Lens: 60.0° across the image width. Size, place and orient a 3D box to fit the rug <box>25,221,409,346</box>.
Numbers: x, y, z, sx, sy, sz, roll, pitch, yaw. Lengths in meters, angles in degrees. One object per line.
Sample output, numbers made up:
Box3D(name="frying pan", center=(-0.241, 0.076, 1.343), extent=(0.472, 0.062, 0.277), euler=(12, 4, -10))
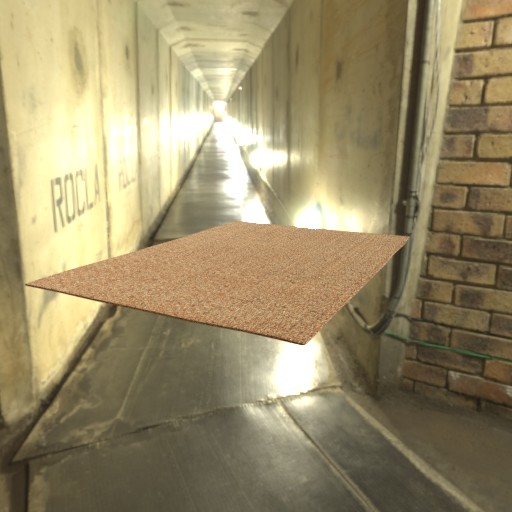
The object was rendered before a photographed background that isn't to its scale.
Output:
Box3D(name="rug", center=(0.000, 0.000, 2.826), extent=(1.566, 0.013, 2.141), euler=(7, 16, 26))
